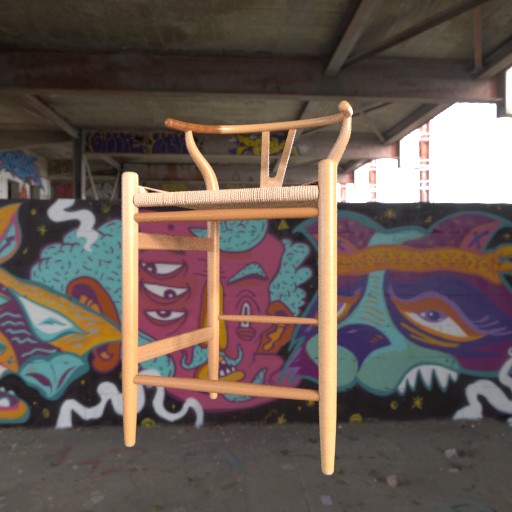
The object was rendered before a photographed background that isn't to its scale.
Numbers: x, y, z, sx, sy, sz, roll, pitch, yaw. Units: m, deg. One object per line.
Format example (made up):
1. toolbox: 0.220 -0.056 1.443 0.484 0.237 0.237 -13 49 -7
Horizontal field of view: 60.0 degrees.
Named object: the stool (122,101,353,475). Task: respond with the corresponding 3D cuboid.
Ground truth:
1. stool: 0.000 0.000 1.269 0.536 0.923 0.575 0 0 17
